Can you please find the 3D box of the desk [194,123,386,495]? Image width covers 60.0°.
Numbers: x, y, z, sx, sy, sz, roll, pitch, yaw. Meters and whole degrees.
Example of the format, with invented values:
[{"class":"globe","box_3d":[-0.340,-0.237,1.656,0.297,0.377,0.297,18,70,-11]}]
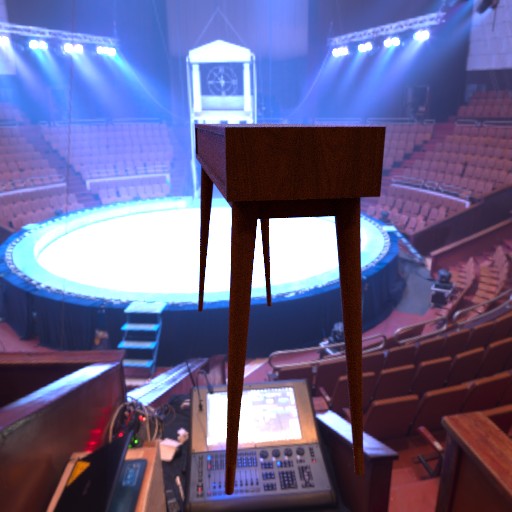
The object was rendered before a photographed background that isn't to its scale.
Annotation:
[{"class":"desk","box_3d":[0.000,0.000,1.613,0.384,0.917,1.204,-3,17,-10]}]
